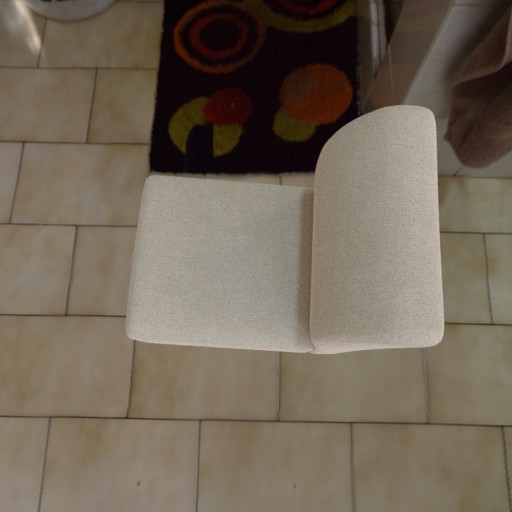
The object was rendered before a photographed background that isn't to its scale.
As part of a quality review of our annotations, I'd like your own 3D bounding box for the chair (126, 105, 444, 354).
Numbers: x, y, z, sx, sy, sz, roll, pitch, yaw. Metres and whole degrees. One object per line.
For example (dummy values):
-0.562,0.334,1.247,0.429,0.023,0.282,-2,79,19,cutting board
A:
0.000,0.000,1.295,0.754,0.833,0.521,3,76,1,chair
